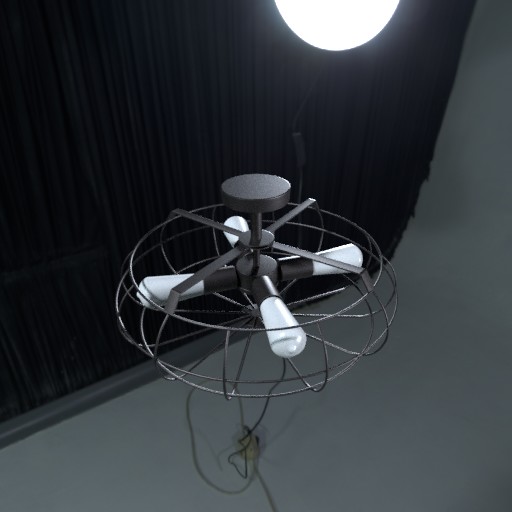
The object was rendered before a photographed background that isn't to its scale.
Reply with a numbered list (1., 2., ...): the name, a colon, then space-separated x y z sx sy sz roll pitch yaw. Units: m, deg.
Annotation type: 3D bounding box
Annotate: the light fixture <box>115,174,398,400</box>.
1. light fixture: 0.000 0.000 0.915 0.582 0.311 0.582 0 32 0
